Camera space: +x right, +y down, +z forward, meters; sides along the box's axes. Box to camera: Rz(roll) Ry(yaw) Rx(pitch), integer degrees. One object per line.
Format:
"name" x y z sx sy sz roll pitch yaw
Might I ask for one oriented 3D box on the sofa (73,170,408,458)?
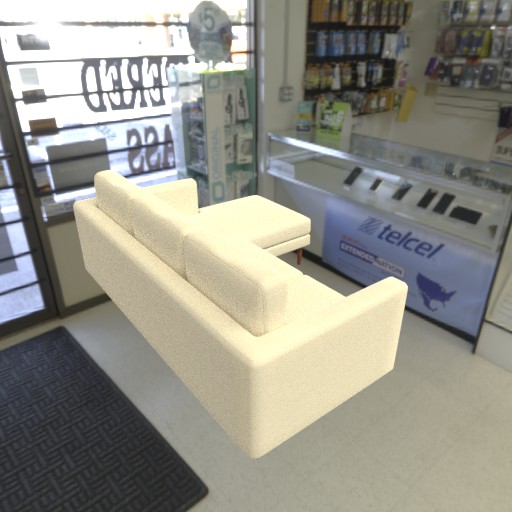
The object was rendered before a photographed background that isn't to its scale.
"sofa" 0.000 0.000 2.780 1.580 0.899 2.029 -19 33 -32
